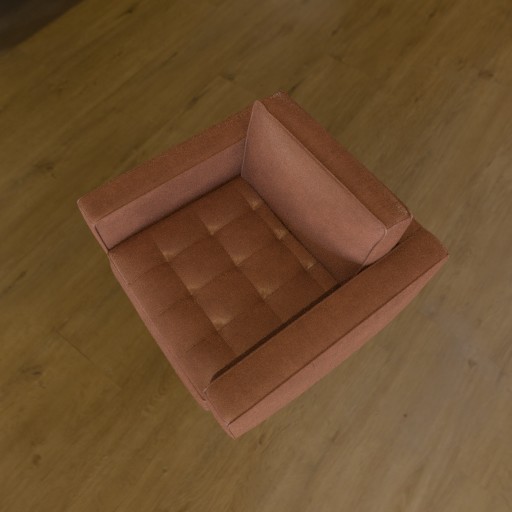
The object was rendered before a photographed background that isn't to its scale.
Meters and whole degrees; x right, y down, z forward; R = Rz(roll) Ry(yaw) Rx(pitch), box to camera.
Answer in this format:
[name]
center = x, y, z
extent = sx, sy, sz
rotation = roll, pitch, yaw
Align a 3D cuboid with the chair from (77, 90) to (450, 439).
[chair]
center = 0.000, 0.000, 1.586
extent = 0.900, 0.770, 0.920
rotation = -34, 68, -15
